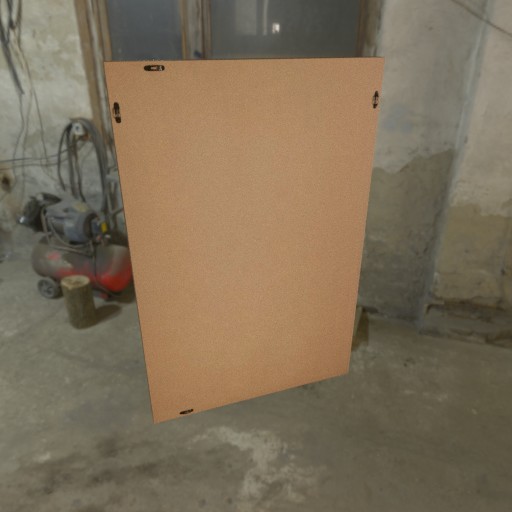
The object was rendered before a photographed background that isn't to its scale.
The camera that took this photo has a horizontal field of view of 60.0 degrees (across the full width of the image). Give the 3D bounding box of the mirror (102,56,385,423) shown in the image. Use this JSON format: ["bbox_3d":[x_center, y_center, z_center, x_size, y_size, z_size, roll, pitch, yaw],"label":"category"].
[{"bbox_3d":[0.000,0.000,1.124,0.609,0.915,0.041,-9,28,-18],"label":"mirror"}]
